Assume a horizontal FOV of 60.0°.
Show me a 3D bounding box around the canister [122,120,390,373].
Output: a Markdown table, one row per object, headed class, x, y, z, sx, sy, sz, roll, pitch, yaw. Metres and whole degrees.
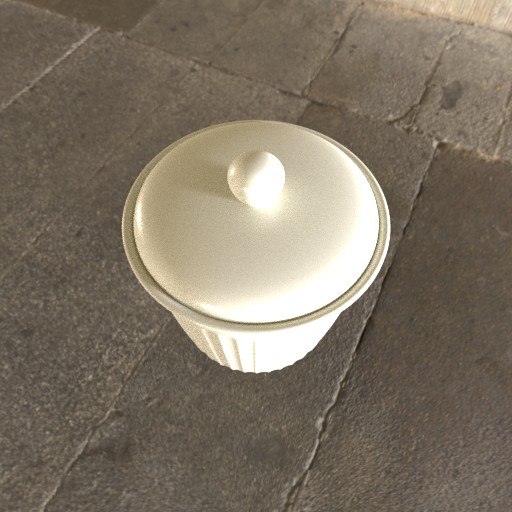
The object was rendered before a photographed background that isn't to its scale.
| class | x | y | z | sx | sy | sz | roll | pitch | yaw |
| --- | --- | --- | --- | --- | --- | --- | --- | --- | --- |
| canister | 0.000 | 0.000 | 0.352 | 0.181 | 0.211 | 0.181 | 0 | 58 | 0 |
